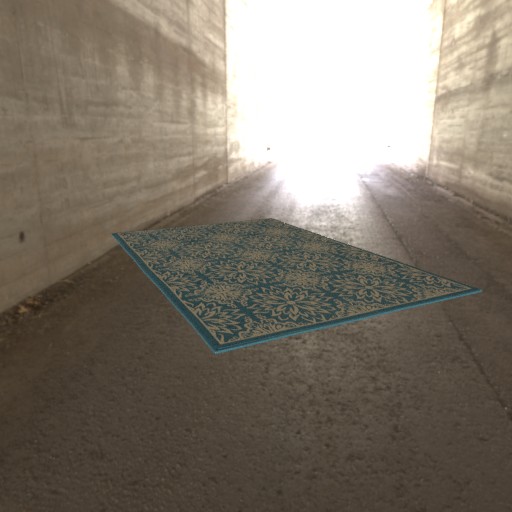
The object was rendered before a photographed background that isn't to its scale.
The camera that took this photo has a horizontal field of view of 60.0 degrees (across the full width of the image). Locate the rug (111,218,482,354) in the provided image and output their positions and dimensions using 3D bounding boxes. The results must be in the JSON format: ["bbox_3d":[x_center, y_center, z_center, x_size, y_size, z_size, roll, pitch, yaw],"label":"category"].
[{"bbox_3d":[0.000,0.000,2.388,1.211,0.012,1.833,-8,17,-26],"label":"rug"}]
